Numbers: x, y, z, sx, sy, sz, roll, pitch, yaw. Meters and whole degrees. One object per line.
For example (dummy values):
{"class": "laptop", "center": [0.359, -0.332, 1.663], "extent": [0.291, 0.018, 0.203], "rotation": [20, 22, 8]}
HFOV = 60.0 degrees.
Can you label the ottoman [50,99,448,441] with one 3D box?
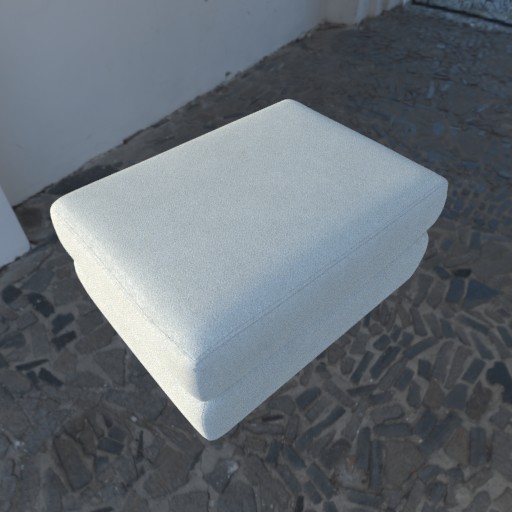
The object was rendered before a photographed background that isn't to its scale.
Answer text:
{"class": "ottoman", "center": [0.000, 0.000, 1.147], "extent": [0.773, 0.499, 0.569], "rotation": [-32, 54, -27]}
